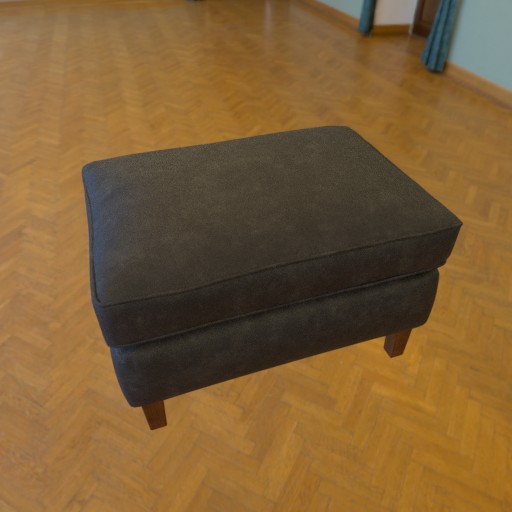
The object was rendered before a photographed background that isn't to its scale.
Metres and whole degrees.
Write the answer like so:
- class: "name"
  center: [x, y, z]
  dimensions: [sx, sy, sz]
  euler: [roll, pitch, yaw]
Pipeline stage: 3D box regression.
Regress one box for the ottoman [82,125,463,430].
- class: "ottoman"
  center: [0.000, 0.000, 0.992]
  dimensions: [0.665, 0.413, 0.501]
  euler: [-12, 41, -14]
